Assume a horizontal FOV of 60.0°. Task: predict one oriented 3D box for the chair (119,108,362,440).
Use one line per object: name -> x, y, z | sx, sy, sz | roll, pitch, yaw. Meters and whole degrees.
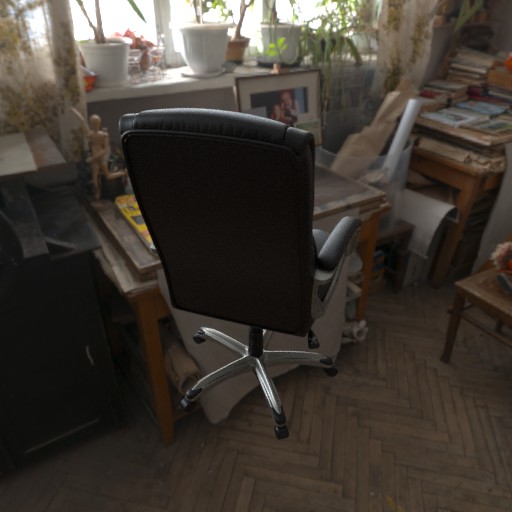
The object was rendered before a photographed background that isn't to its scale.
chair -> 0.000, 0.000, 1.559 | 0.663, 1.155, 0.739 | 10, 34, 16
